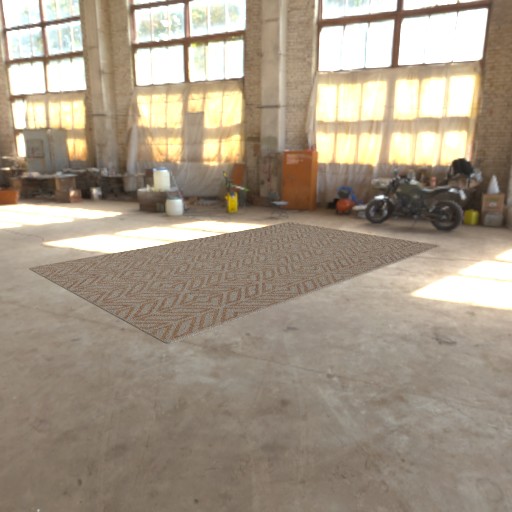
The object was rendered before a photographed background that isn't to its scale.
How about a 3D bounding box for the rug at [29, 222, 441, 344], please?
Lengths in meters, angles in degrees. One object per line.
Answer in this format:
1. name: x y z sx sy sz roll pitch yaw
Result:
1. rug: 0.000 0.000 3.028 2.438 0.008 1.523 -13 19 -43
